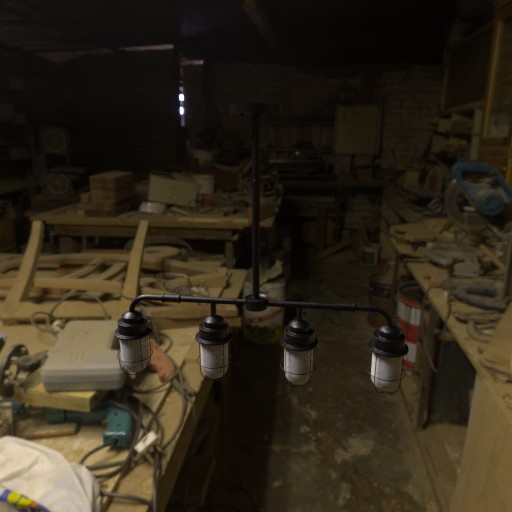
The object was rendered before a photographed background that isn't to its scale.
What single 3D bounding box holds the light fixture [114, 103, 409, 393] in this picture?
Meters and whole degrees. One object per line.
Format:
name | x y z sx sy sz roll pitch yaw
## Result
light fixture | 0.000 0.000 1.215 0.852 0.785 0.131 2 16 7
